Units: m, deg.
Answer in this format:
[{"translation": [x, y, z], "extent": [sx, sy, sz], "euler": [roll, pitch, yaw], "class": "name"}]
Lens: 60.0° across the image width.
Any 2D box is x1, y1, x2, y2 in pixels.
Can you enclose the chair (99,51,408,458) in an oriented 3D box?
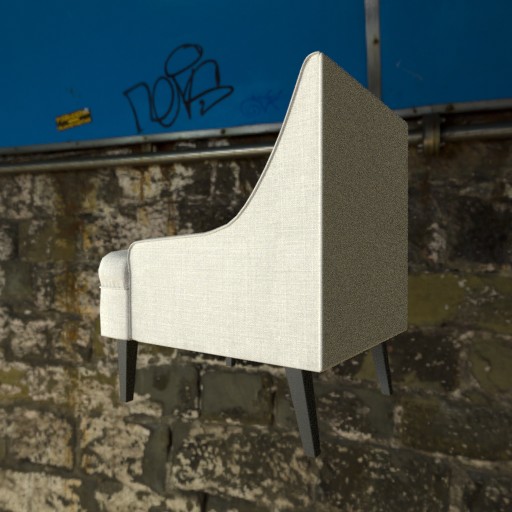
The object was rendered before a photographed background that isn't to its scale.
[{"translation": [0.000, 0.000, 1.402], "extent": [0.772, 0.891, 0.658], "euler": [0, 1, 35], "class": "chair"}]
